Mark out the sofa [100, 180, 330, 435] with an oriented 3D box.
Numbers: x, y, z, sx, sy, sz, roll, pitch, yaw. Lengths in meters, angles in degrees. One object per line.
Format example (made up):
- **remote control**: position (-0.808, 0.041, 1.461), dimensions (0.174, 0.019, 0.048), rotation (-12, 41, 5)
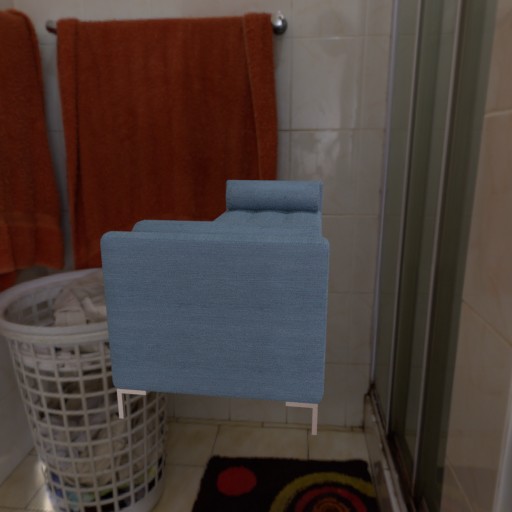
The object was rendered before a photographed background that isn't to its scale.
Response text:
- **sofa**: position (0.000, 0.000, 2.298), dimensions (0.686, 0.635, 1.981), rotation (2, 15, 7)
